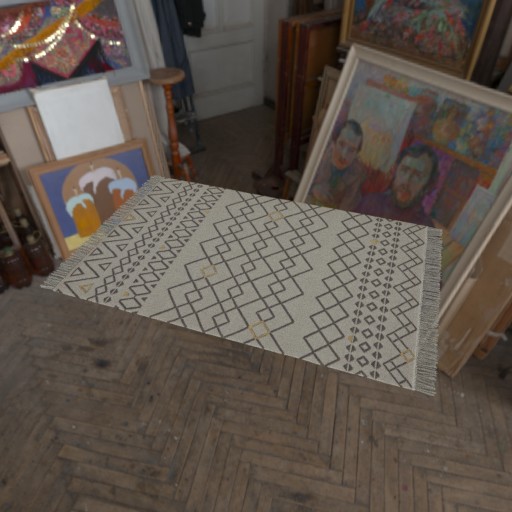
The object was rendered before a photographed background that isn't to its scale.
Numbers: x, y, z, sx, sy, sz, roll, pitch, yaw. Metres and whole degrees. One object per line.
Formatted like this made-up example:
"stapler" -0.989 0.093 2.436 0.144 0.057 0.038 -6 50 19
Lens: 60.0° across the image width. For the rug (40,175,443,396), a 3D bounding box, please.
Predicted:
"rug" 0.000 0.000 3.098 2.472 0.035 1.495 13 42 14
